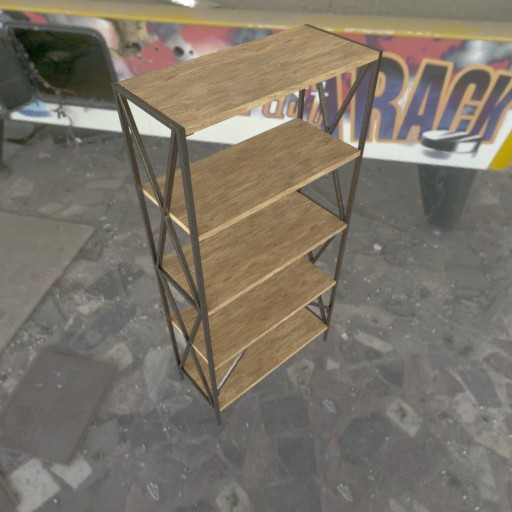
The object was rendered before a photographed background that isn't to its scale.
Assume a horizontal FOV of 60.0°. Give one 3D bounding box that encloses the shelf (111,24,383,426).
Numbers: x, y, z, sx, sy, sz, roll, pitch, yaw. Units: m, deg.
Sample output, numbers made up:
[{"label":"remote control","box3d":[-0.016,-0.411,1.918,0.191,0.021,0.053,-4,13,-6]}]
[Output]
[{"label":"shelf","box3d":[0.000,0.000,2.130,0.874,1.803,0.386,-31,52,-27]}]
